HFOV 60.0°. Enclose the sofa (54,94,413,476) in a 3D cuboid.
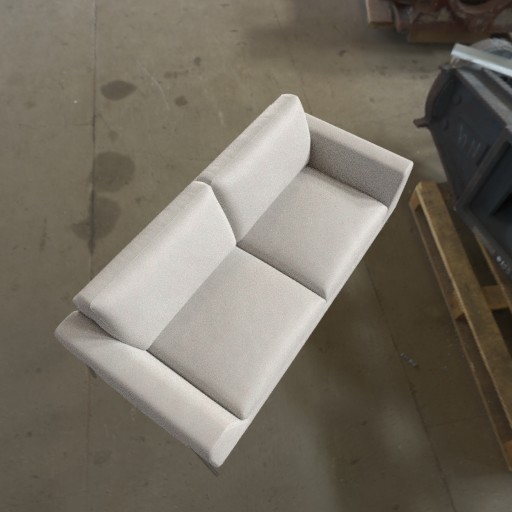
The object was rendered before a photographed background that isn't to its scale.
[{"bbox_3d":[0.000,0.000,2.520,0.953,0.875,2.017,31,63,18],"label":"sofa"}]
